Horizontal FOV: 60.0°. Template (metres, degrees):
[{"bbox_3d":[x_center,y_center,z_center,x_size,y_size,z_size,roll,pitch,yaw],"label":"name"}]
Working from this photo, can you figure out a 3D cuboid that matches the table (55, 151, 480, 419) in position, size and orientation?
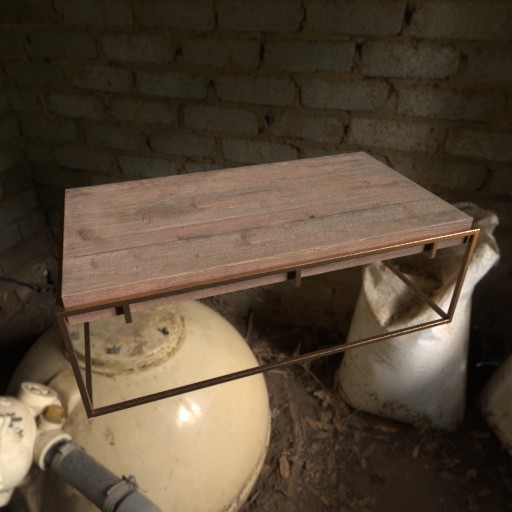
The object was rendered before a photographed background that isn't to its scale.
[{"bbox_3d":[0.000,0.000,1.768,1.387,0.468,0.775,-11,34,-16],"label":"table"}]
